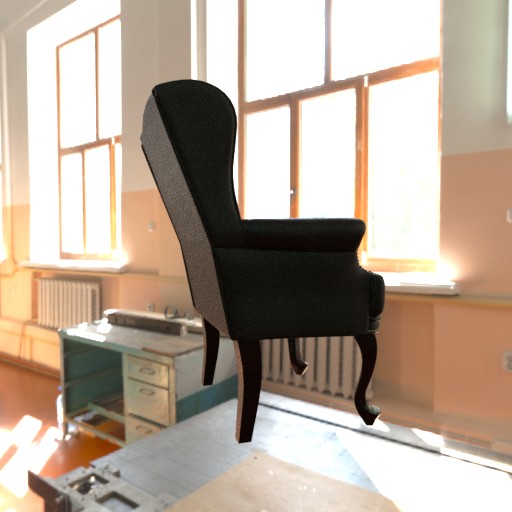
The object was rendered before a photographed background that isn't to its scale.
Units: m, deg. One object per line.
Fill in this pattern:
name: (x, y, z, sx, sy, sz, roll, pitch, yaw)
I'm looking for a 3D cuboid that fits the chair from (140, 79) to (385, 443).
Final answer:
chair: (0.000, 0.000, 1.679, 0.822, 1.133, 0.831, -1, 2, -18)
